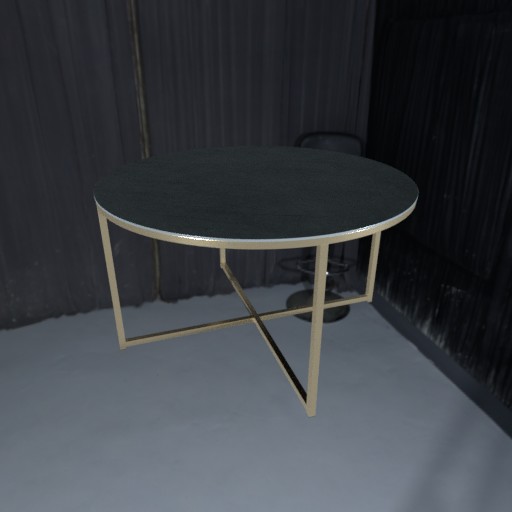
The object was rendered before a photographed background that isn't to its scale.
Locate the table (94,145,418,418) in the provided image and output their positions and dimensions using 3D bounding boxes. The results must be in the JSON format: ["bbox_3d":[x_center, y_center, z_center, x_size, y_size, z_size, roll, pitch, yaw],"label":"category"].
[{"bbox_3d":[0.000,0.000,1.248,0.800,0.450,0.800,0,26,0],"label":"table"}]
